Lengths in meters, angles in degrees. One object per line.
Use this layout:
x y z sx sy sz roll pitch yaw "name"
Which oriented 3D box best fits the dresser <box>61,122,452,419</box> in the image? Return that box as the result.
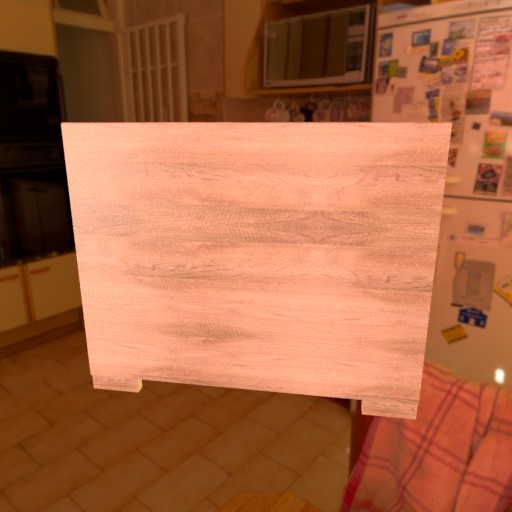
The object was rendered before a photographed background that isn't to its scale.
0.000 0.000 1.417 0.994 0.816 0.404 3 17 9 "dresser"
